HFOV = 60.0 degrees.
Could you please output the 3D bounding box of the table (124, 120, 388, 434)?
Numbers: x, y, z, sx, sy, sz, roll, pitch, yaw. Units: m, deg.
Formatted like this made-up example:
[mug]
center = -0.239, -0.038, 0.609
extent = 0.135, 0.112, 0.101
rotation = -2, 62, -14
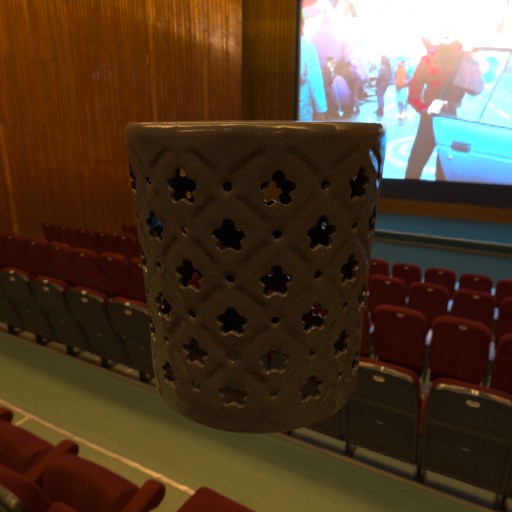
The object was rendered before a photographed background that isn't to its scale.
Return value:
[table]
center = 0.000, 0.000, 0.661
extent = 0.352, 0.387, 0.352
rotation = 0, 17, 0
